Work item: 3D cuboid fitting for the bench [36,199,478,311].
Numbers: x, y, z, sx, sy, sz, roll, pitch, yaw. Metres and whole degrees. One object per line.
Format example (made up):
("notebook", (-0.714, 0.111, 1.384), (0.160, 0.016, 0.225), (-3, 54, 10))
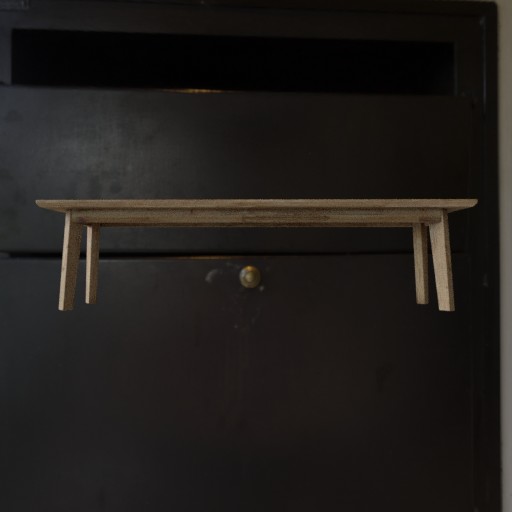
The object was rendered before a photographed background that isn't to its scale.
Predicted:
("bench", (0.000, 0.000, 1.888), (1.698, 0.431, 0.378), (0, 0, 1))
